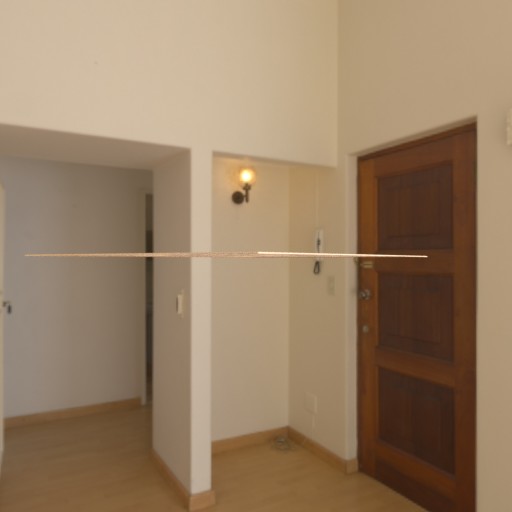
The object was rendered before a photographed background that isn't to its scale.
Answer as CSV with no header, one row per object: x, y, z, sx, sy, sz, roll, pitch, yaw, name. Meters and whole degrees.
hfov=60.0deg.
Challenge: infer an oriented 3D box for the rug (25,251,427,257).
0.000,0.000,2.929,1.611,0.008,2.227,0,-1,36,rug
